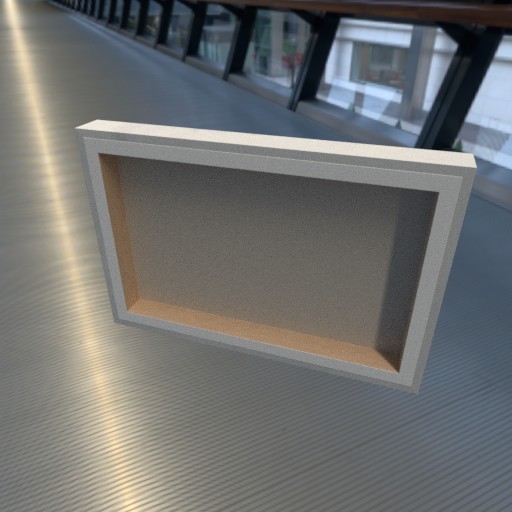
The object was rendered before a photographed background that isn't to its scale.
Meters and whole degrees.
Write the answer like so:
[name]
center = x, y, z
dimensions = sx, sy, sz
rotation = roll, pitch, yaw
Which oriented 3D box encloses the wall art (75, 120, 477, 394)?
[wall art]
center = 0.000, 0.000, 0.482
dimensions = 0.381, 0.254, 0.038
rotation = 10, 32, 16
